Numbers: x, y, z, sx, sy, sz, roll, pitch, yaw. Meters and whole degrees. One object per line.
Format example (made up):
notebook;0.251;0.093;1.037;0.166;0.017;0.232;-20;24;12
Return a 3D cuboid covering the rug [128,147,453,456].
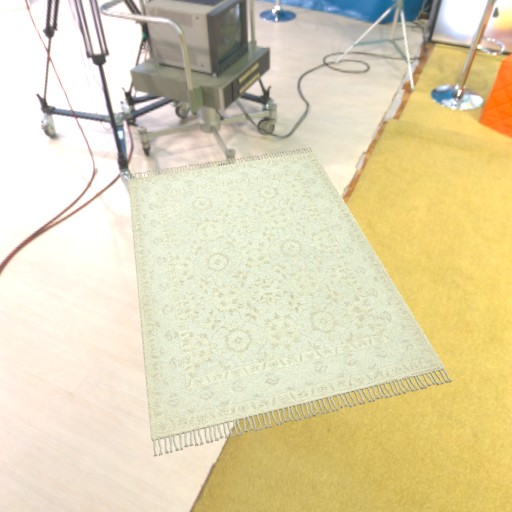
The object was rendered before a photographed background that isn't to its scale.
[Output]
rug;0.000;0.000;2.309;1.223;0.015;1.771;-10;48;-10
